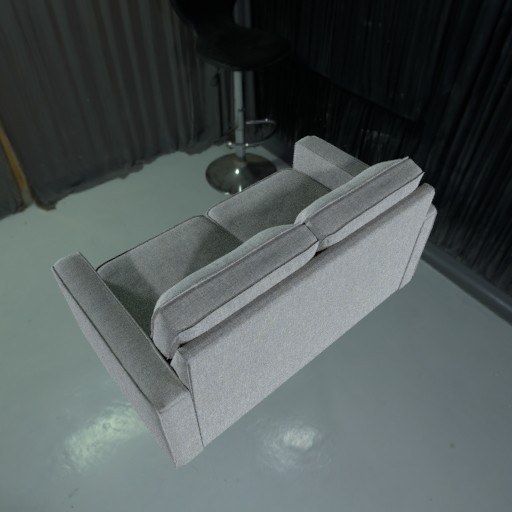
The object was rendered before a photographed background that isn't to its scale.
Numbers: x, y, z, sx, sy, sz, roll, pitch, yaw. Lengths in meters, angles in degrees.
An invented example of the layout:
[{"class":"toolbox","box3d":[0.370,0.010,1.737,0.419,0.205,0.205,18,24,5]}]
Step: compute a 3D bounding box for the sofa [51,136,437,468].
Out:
[{"class":"sofa","box3d":[0.000,0.000,2.234,1.706,0.915,0.945,-32,54,-26]}]
